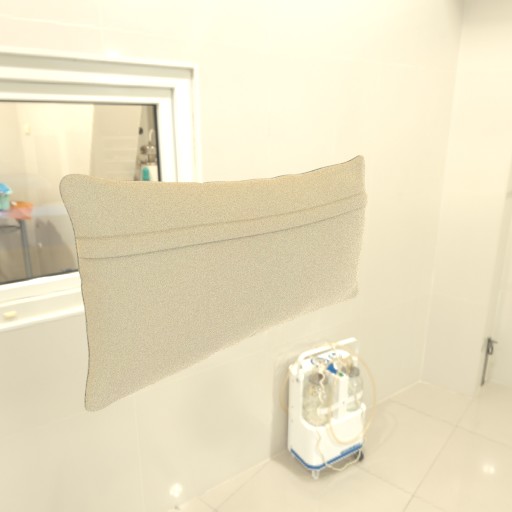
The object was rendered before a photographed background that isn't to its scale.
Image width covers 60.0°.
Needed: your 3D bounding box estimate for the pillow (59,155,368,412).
[{"bbox_3d":[0.000,0.000,0.730,0.604,0.307,0.148,-15,22,-41],"label":"pillow"}]
